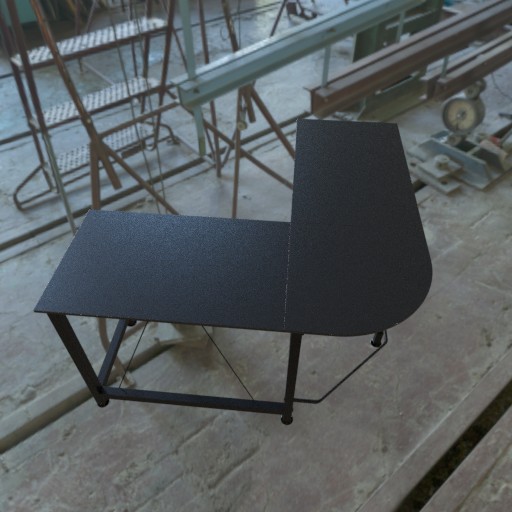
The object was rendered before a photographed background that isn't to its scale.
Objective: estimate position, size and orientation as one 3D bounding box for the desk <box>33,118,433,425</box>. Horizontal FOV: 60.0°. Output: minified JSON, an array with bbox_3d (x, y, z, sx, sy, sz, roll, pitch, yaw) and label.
[{"bbox_3d":[0.000,0.000,2.230,1.400,0.762,1.400,4,46,4],"label":"desk"}]
